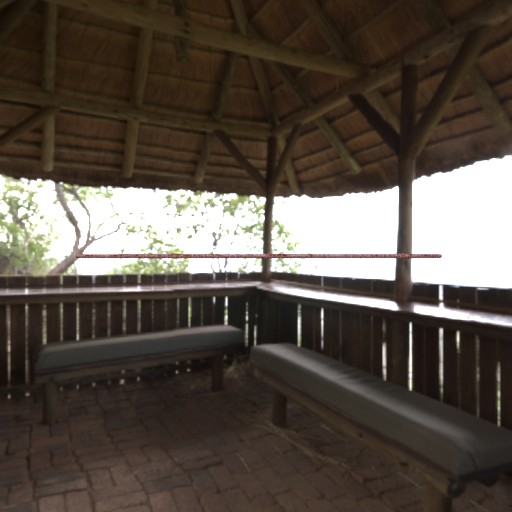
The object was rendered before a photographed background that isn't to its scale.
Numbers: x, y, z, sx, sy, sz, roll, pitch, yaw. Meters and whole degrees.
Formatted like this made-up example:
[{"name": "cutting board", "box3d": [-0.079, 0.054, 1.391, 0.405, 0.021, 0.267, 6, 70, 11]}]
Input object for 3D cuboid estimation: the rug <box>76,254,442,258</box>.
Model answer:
[{"name": "rug", "box3d": [0.000, 0.000, 2.381, 1.219, 0.016, 1.829, 0, 0, -1]}]
